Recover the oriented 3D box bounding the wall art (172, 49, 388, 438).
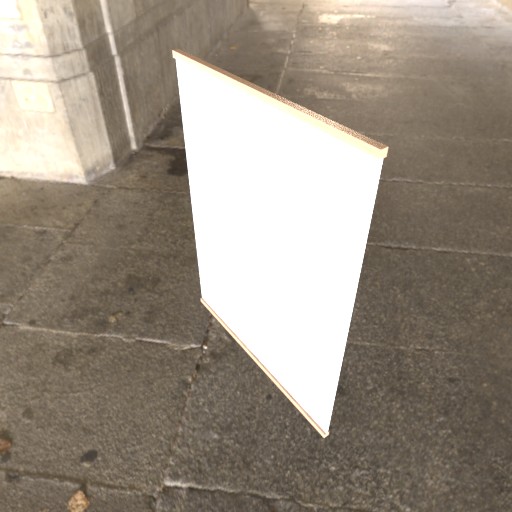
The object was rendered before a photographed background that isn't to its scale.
[{"bbox_3d":[0.000,0.000,0.808,0.012,0.608,0.459,-26,46,-27],"label":"wall art"}]
